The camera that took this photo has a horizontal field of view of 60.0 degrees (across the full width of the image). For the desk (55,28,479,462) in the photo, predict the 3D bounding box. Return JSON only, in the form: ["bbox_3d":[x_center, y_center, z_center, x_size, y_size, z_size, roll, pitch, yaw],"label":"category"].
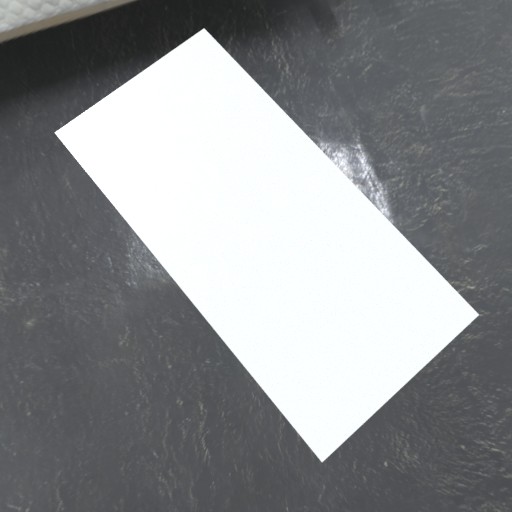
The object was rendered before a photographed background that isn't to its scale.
[{"bbox_3d":[0.000,0.000,1.387,0.491,0.723,0.979,-39,79,-9],"label":"desk"}]
